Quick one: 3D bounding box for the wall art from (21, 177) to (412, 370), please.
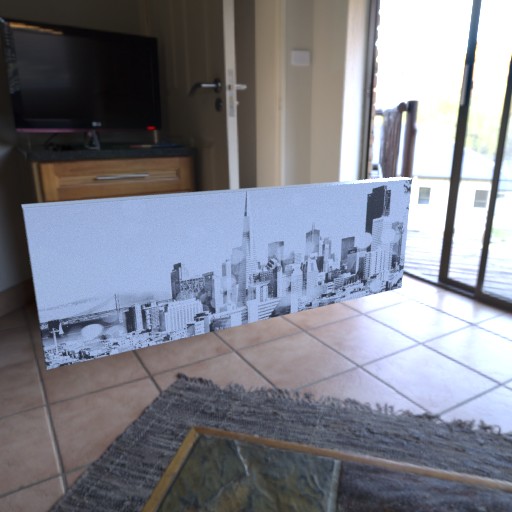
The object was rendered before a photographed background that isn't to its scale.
[{"bbox_3d":[0.000,0.000,0.848,0.766,0.256,0.036,-9,18,-28],"label":"wall art"}]
